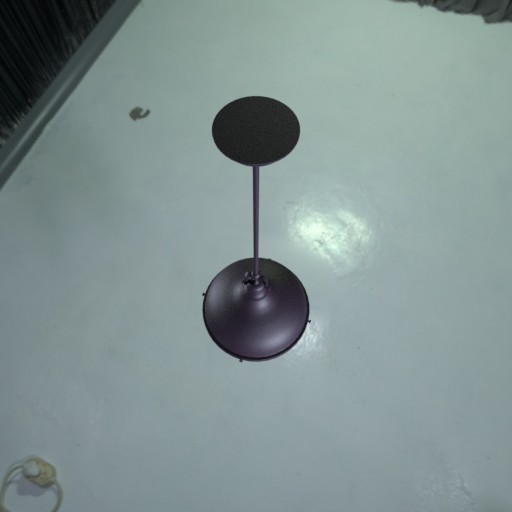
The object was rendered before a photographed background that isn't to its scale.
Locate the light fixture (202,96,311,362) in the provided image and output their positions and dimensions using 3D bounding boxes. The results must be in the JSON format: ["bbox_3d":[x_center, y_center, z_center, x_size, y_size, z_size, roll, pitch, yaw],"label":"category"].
[{"bbox_3d":[0.000,0.000,1.032,0.341,0.849,0.341,14,65,7],"label":"light fixture"}]
